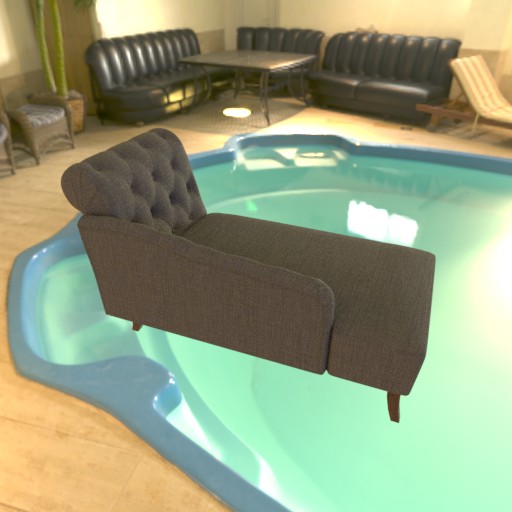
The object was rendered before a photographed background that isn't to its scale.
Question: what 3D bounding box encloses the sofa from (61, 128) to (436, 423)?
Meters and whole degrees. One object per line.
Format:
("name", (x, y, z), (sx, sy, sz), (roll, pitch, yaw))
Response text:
("sofa", (0.000, 0.000, 1.816), (1.379, 0.787, 0.675), (12, 33, 19))
